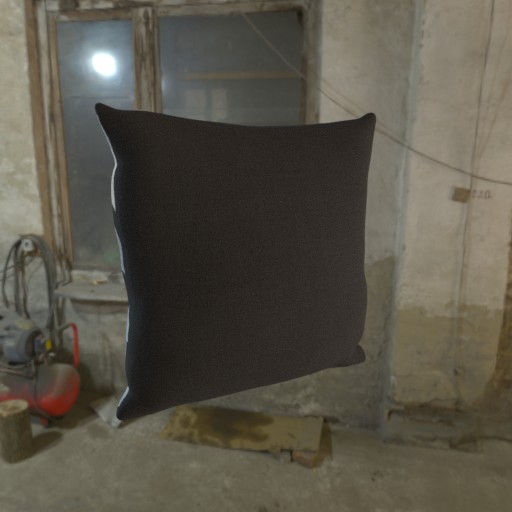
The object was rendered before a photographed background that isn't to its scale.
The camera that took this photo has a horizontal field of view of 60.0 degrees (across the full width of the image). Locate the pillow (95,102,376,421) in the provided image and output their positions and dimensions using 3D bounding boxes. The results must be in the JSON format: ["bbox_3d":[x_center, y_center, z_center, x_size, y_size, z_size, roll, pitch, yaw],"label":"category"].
[{"bbox_3d":[0.000,0.000,0.772,0.503,0.496,0.208,-6,14,-25],"label":"pillow"}]
